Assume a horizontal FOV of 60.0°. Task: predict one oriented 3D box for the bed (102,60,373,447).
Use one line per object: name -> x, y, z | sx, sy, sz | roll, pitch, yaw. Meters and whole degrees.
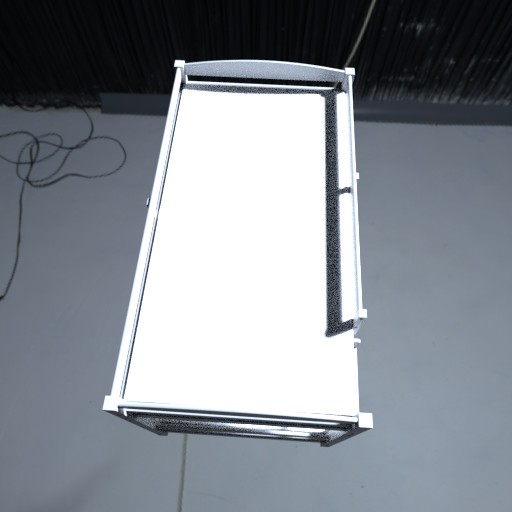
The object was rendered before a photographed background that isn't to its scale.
bed -> 0.000, 0.000, 2.700 | 1.105, 1.206, 2.013 | 3, 63, 2
